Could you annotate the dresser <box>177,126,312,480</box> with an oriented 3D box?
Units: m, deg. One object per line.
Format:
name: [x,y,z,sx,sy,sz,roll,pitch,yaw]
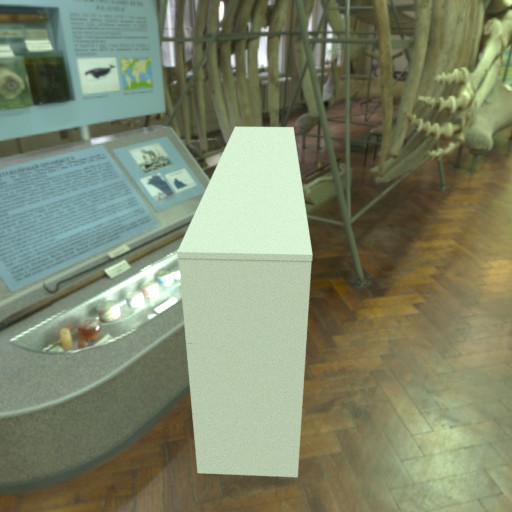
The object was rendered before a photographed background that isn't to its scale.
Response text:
dresser: [0.000,0.000,1.896,0.333,0.790,1.535,1,27,2]
